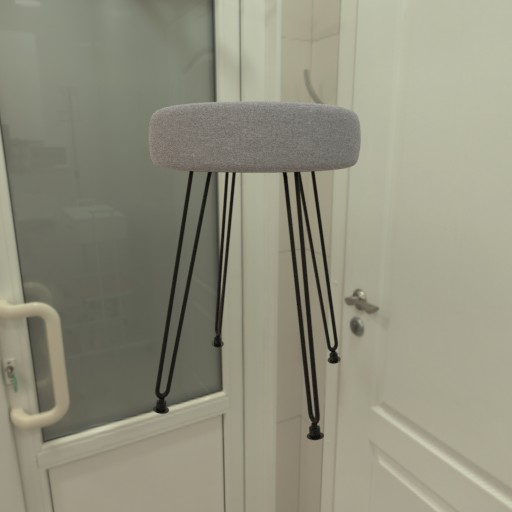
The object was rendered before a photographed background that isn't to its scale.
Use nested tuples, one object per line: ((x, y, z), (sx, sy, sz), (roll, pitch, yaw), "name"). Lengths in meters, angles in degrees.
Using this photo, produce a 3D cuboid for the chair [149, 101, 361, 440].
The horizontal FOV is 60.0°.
((0.000, 0.000, 0.688), (0.350, 0.440, 0.350), (-8, 16, -28), "chair")
